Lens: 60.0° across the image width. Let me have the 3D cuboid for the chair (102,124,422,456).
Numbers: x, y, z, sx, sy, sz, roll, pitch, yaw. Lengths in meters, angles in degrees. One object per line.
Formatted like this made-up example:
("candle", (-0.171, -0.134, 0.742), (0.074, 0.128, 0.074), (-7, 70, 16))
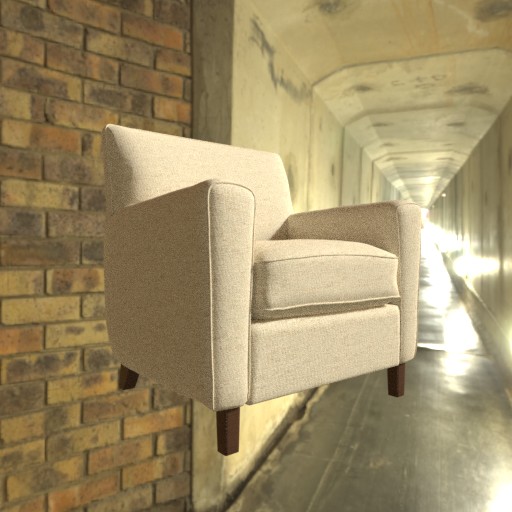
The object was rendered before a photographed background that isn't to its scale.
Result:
("chair", (0.000, 0.000, 1.553), (0.870, 0.943, 0.823), (-1, 1, -38))
